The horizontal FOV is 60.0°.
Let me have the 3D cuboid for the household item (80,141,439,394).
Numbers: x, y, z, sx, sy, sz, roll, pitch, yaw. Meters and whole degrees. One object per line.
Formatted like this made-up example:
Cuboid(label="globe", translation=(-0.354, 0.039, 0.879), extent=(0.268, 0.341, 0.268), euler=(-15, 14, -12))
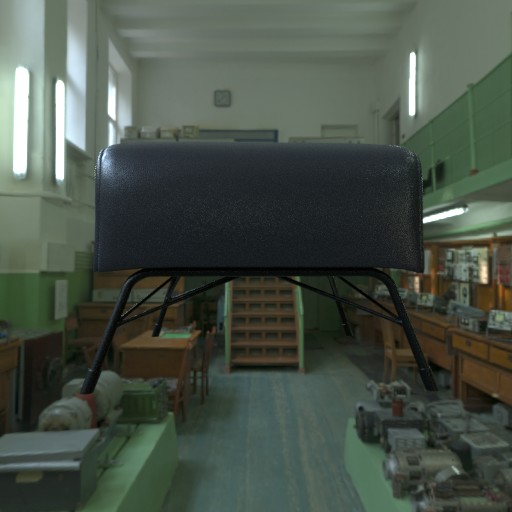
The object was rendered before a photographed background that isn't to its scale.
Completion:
Cuboid(label="household item", translation=(0.000, 0.000, 0.914), extent=(0.530, 0.410, 0.530), euler=(0, -1, -2))
